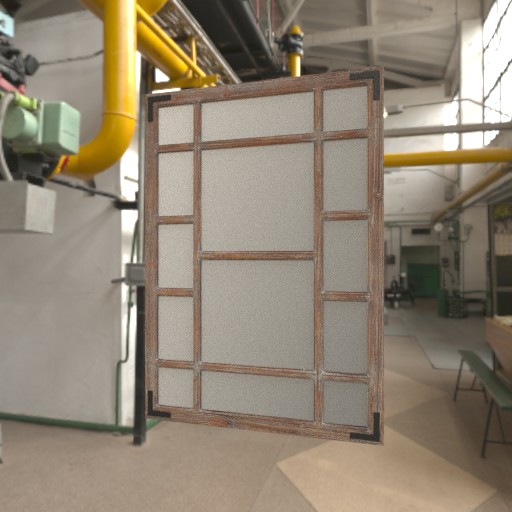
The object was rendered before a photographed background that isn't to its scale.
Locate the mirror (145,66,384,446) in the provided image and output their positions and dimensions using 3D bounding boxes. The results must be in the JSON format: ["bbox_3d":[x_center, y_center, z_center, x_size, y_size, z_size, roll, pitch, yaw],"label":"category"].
[{"bbox_3d":[0.000,0.000,1.271,0.705,0.996,0.025,0,0,17],"label":"mirror"}]
